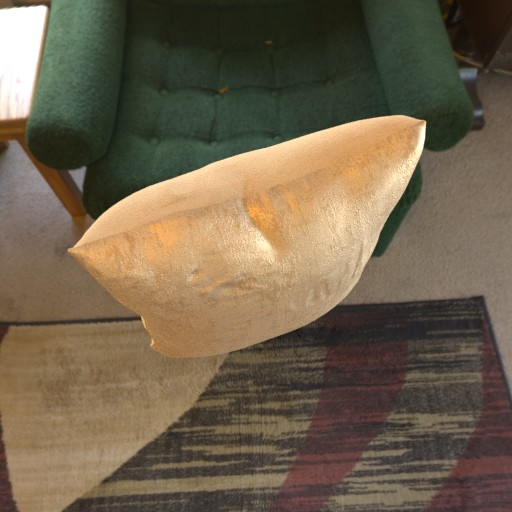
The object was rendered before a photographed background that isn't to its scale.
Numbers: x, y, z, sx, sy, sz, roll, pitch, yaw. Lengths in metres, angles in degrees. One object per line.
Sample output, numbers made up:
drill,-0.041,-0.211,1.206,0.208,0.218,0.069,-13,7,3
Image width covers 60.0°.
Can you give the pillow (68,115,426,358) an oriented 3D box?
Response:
pillow,0.000,0.000,0.704,0.450,0.448,0.245,-19,66,-9
